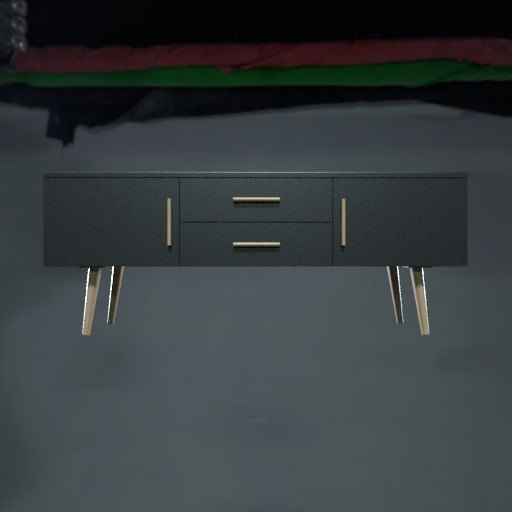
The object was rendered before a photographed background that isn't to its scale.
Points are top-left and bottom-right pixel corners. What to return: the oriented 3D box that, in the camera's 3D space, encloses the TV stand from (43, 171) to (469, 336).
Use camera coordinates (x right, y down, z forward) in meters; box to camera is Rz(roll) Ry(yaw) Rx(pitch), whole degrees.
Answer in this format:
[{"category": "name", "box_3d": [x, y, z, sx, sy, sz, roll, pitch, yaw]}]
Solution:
[{"category": "TV stand", "box_3d": [0.000, 0.000, 1.543, 1.312, 0.518, 0.390, 0, 0, 0]}]
